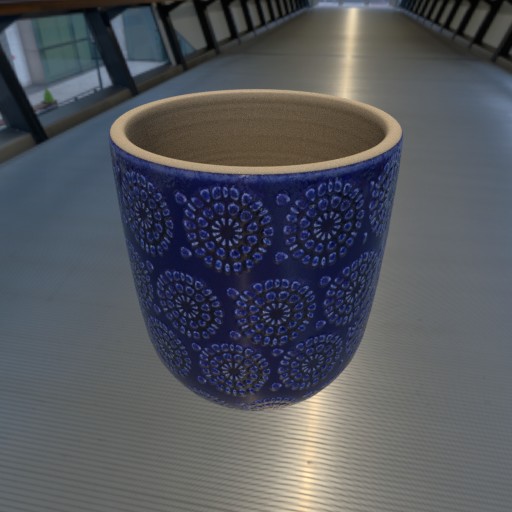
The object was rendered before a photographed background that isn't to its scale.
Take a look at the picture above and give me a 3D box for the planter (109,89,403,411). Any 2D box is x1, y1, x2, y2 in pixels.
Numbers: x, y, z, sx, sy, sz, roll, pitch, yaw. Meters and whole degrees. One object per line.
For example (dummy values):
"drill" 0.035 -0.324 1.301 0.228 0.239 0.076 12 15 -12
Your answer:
"planter" 0.000 0.000 0.337 0.184 0.206 0.184 0 32 0
